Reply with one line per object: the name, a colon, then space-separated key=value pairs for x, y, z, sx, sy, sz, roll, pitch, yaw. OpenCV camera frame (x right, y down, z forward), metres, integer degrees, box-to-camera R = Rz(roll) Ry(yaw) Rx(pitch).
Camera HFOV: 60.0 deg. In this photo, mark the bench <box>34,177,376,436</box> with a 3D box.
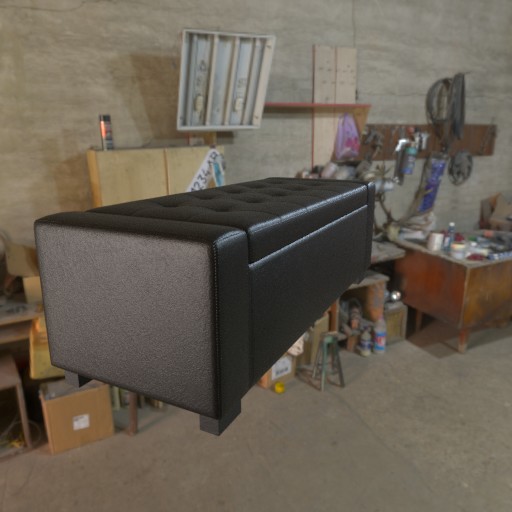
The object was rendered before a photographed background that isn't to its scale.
bench: x=0.000 y=0.000 z=1.513 sx=0.508 sy=0.445 sz=1.296 roll=7 pitch=16 yaw=26
